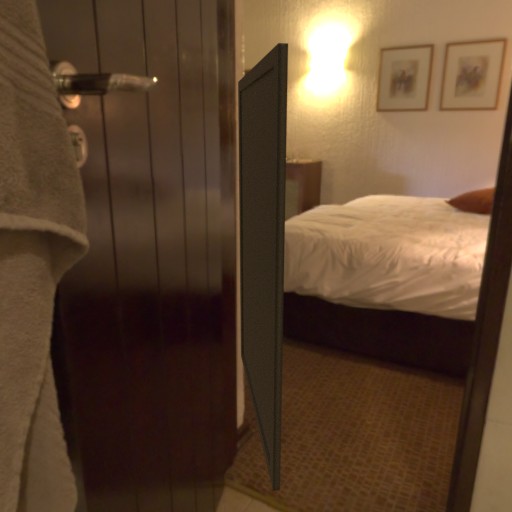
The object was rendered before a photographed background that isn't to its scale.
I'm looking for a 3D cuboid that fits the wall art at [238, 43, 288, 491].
[{"bbox_3d":[0.000,0.000,0.840,0.012,0.661,0.451,-2,16,-8],"label":"wall art"}]
